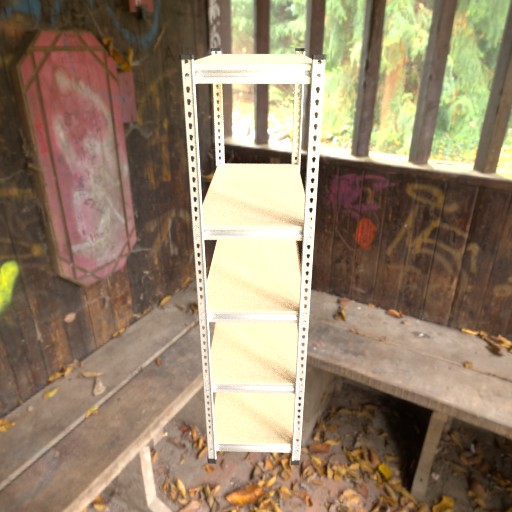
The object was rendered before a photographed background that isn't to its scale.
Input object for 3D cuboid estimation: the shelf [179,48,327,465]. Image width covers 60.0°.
[{"bbox_3d":[0.000,0.000,2.175,0.457,1.829,0.914,1,26,1],"label":"shelf"}]
